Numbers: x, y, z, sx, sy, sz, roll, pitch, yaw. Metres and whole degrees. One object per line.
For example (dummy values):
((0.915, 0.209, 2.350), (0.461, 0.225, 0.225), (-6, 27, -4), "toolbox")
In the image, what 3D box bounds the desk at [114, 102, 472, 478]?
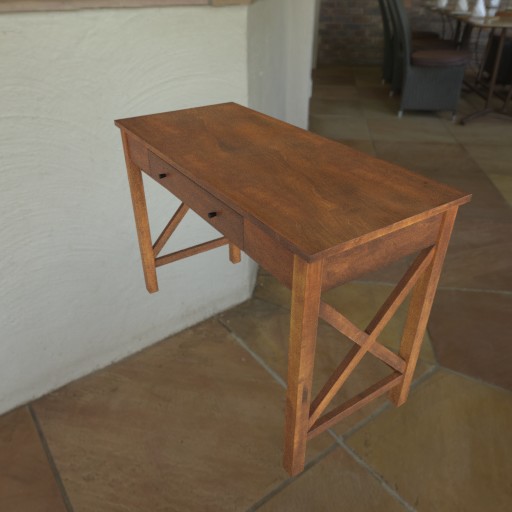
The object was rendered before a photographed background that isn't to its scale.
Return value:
((0.000, 0.000, 1.544), (0.508, 0.762, 1.117), (-20, 37, -28), "desk")
